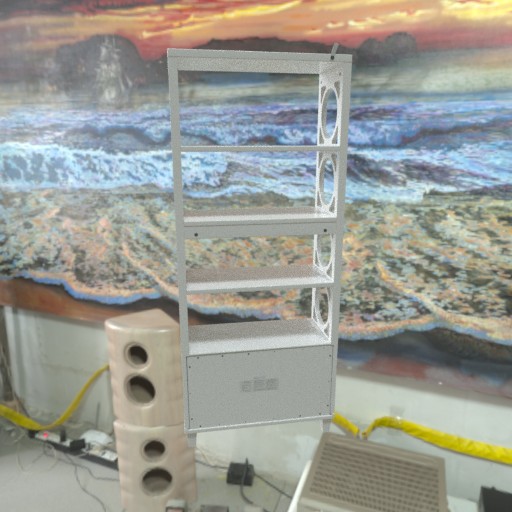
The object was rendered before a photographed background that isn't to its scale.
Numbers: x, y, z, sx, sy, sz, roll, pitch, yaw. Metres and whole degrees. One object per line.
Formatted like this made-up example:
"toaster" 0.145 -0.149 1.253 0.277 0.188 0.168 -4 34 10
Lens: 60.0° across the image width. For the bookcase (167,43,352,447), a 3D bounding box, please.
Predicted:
"bookcase" 0.000 0.000 2.171 0.761 1.869 0.361 -2 15 -9
